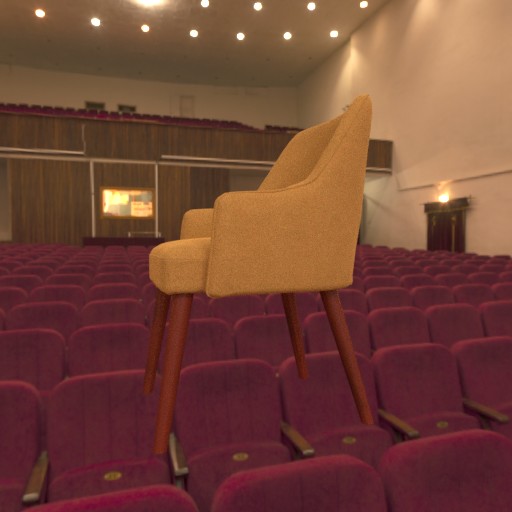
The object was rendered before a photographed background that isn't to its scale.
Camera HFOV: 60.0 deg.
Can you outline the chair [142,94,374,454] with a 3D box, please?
[{"bbox_3d":[0.000,0.000,1.250,0.605,0.849,0.548,0,1,-17],"label":"chair"}]
